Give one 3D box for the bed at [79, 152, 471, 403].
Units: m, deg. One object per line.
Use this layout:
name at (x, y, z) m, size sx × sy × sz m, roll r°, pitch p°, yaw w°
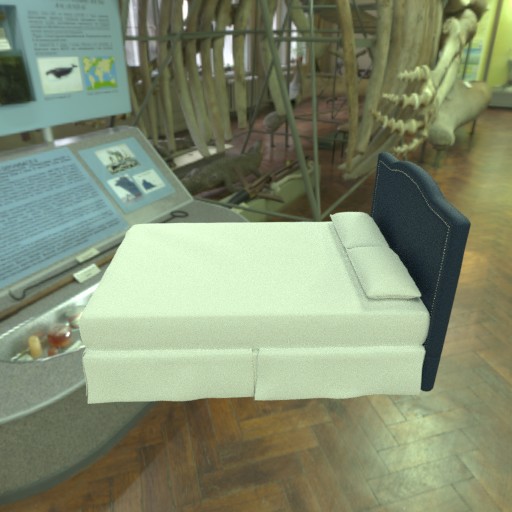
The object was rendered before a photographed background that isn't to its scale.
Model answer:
bed at (0.000, 0.000, 3.593) m, size 2.507 × 1.441 × 1.741 m, roll -1°, pitch 27°, yaw -1°
